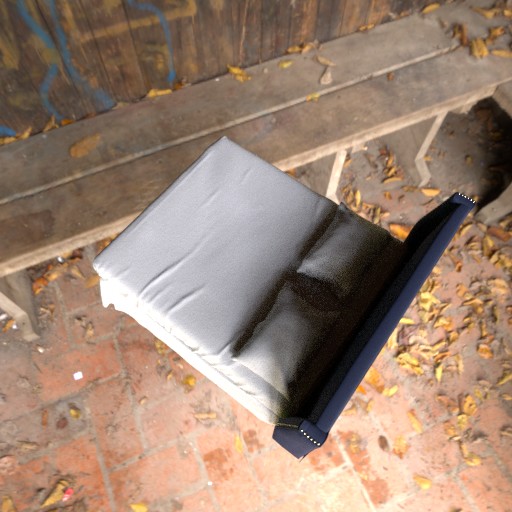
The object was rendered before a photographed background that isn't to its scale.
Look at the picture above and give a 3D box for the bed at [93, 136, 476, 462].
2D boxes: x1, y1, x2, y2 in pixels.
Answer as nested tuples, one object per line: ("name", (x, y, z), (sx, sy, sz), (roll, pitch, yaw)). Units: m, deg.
("bed", (0.000, 0.000, 3.473), (2.276, 1.332, 1.925), (34, 67, 16))
